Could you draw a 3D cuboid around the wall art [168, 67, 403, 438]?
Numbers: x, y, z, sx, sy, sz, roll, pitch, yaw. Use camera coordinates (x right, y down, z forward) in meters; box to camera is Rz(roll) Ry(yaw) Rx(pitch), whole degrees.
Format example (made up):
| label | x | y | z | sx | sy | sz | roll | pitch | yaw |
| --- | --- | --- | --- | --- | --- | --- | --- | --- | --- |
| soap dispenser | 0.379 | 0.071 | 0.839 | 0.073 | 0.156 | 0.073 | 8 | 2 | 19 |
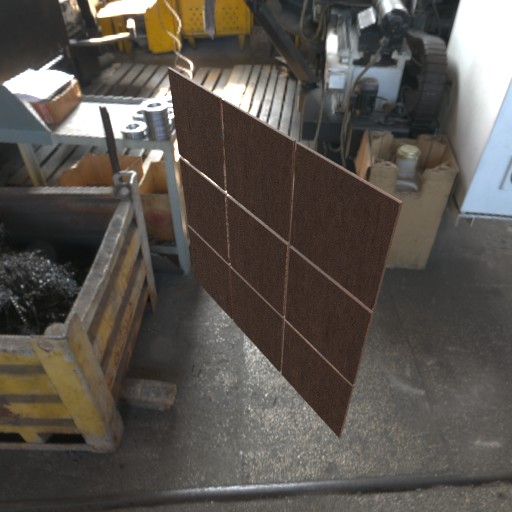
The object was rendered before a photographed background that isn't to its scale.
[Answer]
| label | x | y | z | sx | sy | sz | roll | pitch | yaw |
| --- | --- | --- | --- | --- | --- | --- | --- | --- | --- |
| wall art | 0.000 | 0.000 | 2.344 | 0.014 | 1.525 | 1.527 | -26 | 48 | -26 |
